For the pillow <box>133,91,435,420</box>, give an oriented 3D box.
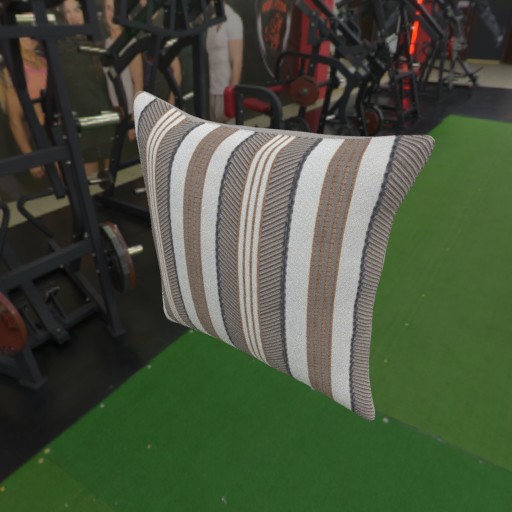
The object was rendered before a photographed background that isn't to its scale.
[{"bbox_3d":[0.000,0.000,0.622,0.416,0.401,0.173,20,35,30],"label":"pillow"}]
